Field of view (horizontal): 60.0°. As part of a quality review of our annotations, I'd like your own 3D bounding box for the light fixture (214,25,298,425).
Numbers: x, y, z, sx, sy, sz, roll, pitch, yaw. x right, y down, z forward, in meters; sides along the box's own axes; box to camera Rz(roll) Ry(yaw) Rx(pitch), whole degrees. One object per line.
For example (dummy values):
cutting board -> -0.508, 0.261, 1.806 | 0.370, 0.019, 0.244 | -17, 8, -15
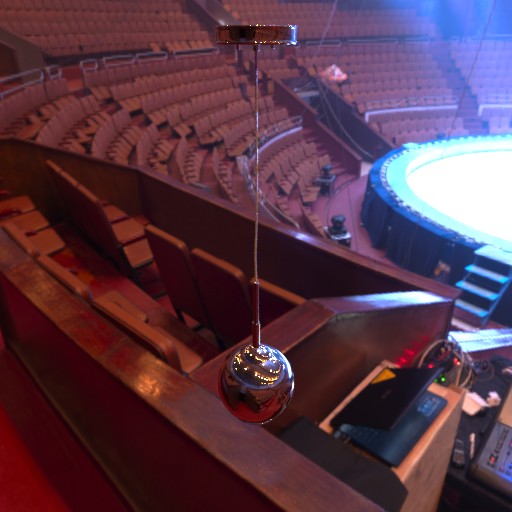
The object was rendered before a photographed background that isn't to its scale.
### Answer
light fixture -> 0.000, 0.000, 1.670 | 0.336, 1.538, 0.336 | 18, 32, 32
